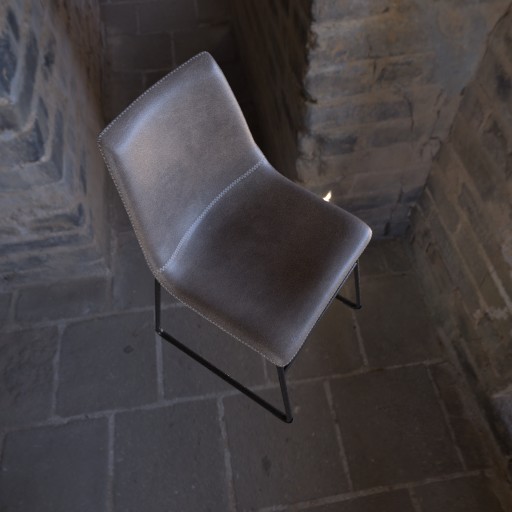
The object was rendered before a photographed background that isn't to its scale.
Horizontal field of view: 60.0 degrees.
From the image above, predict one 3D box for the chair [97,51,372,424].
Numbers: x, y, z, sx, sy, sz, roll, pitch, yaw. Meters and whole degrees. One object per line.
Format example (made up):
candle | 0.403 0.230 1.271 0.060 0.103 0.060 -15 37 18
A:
chair | 0.000 0.000 1.141 0.550 0.780 0.460 30 63 17
